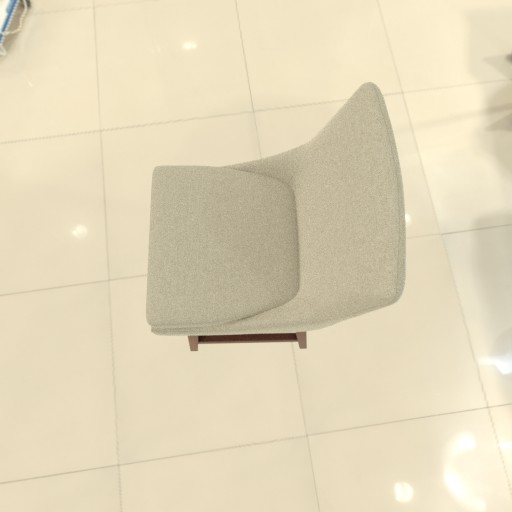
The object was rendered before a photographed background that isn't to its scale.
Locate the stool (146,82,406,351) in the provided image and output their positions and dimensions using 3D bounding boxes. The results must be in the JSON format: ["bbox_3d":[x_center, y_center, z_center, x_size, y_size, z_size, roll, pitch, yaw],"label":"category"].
[{"bbox_3d":[0.000,0.000,1.294,0.559,0.991,0.469,-1,74,0],"label":"stool"}]
